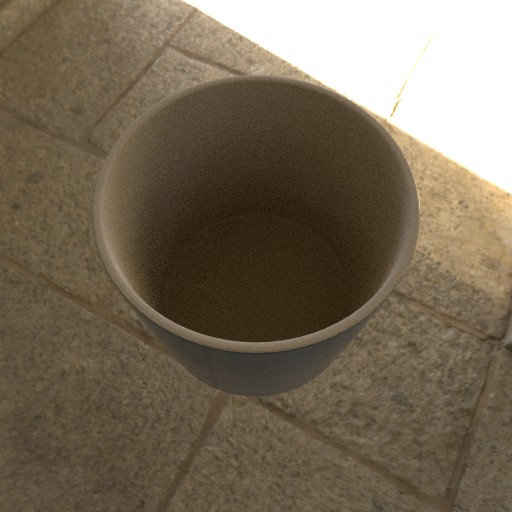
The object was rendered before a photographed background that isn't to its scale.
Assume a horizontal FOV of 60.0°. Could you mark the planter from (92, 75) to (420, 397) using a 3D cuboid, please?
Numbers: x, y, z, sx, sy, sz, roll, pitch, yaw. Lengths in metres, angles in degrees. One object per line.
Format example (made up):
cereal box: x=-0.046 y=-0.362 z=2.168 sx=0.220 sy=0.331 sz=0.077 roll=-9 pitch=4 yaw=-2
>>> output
planter: x=0.000 y=0.000 z=0.393 sx=0.221 sy=0.201 sz=0.221 roll=0 pitch=64 yaw=0
